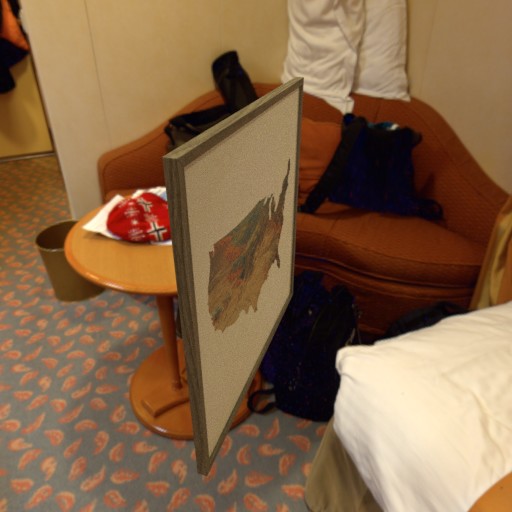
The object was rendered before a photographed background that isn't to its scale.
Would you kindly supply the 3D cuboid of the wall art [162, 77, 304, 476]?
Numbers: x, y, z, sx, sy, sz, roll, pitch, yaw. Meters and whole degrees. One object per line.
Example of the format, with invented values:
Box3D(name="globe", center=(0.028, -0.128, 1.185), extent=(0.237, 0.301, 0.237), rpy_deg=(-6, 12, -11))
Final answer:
Box3D(name="wall art", center=(0.000, 0.000, 0.765), extent=(0.016, 0.507, 0.508), rpy_deg=(10, 32, 16))
